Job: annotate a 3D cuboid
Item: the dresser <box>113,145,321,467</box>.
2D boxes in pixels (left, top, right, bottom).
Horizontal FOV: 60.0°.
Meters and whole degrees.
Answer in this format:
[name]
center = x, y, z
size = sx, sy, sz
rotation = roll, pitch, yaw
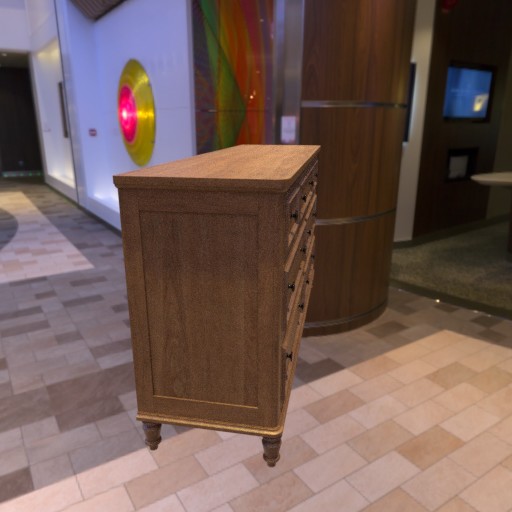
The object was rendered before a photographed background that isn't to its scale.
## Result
[dresser]
center = 0.000, 0.000, 2.000
size = 0.468, 0.892, 1.583
rotation = 3, 17, 10
